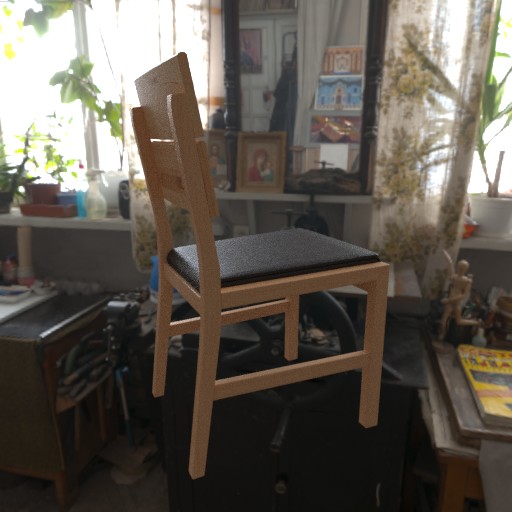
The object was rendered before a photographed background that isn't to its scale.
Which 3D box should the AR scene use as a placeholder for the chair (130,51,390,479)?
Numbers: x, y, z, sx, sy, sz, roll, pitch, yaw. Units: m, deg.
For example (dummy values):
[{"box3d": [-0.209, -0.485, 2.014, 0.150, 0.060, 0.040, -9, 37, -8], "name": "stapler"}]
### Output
[{"box3d": [0.000, 0.000, 1.241, 0.560, 0.950, 0.475, -7, 16, -25], "name": "chair"}]
